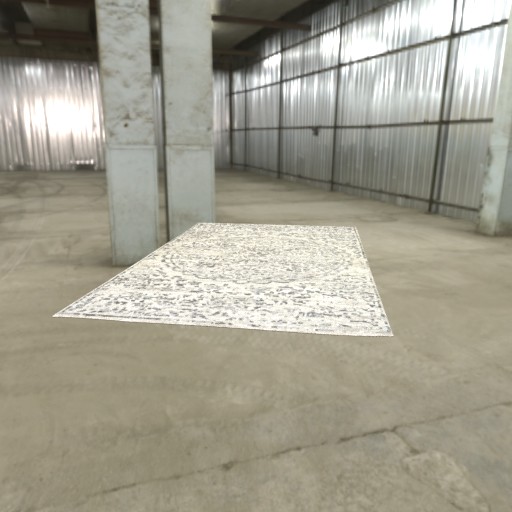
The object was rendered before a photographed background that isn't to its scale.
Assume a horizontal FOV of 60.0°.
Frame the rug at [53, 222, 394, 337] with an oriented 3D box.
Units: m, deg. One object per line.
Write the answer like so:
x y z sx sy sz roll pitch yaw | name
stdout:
0.000 0.000 3.105 1.527 0.021 2.447 2 15 9 | rug
